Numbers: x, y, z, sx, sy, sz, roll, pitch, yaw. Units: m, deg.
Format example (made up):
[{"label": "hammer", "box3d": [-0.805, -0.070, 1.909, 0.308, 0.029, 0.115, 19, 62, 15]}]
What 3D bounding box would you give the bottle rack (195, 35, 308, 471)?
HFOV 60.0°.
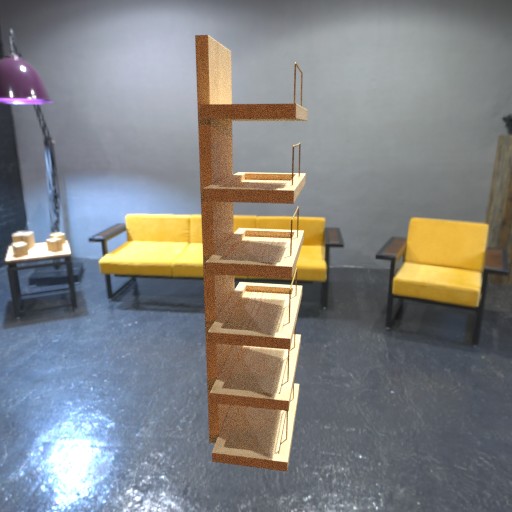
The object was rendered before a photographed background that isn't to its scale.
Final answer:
[{"label": "bottle rack", "box3d": [0.000, 0.000, 1.073, 0.206, 0.943, 0.330, 3, 16, 10]}]
